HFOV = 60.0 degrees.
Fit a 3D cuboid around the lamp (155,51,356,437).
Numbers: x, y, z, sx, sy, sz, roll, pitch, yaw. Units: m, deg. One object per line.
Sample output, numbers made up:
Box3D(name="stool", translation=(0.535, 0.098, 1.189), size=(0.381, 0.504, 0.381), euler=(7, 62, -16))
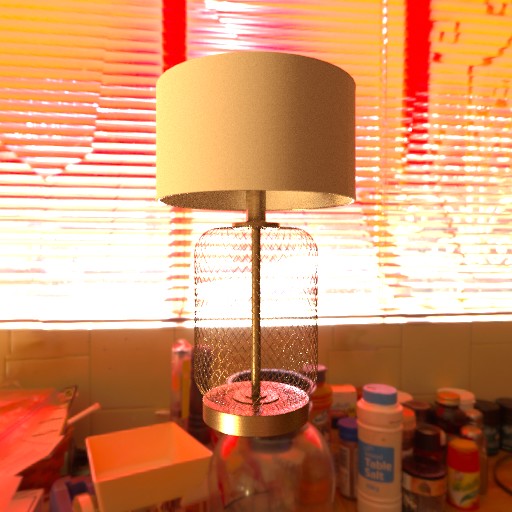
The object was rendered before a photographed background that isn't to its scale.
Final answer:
Box3D(name="lamp", translation=(0.000, 0.000, 0.800), size=(0.353, 0.578, 0.353), euler=(0, 1, 0))
